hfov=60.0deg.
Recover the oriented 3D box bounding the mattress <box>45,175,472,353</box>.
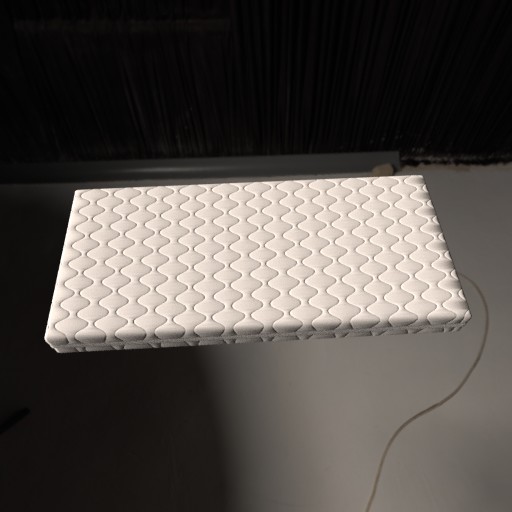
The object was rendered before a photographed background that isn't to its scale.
[{"bbox_3d":[0.000,0.000,2.355,2.000,0.200,0.900,-3,58,-2],"label":"mattress"}]
